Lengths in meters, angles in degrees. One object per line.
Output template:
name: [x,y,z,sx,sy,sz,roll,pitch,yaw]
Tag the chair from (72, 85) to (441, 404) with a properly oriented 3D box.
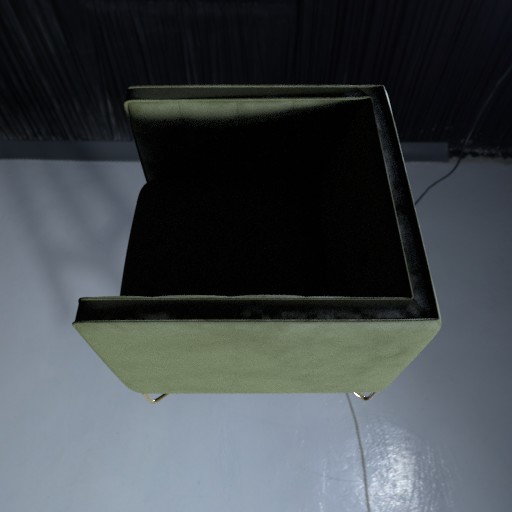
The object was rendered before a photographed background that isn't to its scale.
chair: [0.000,0.000,1.570,0.894,0.790,0.880,0,58,0]
